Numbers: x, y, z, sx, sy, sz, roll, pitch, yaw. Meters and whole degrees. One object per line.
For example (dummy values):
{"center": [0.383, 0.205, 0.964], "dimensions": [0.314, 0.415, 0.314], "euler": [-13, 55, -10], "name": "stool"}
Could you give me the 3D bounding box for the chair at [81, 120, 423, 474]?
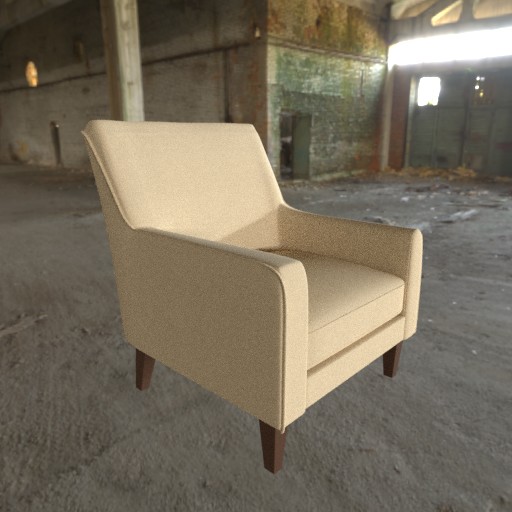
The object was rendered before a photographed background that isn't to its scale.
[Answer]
{"center": [0.000, 0.000, 1.558], "dimensions": [0.899, 0.919, 0.780], "euler": [14, 20, 41], "name": "chair"}
